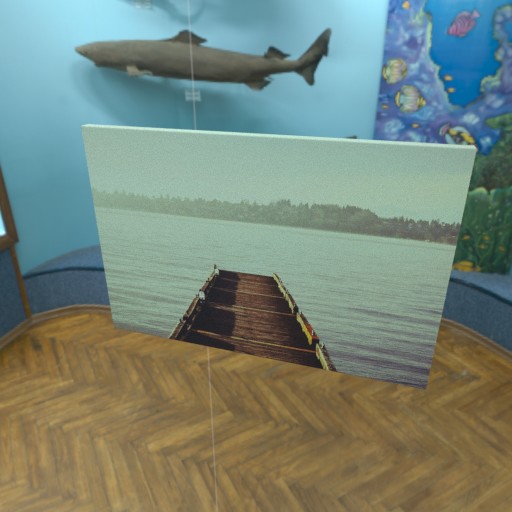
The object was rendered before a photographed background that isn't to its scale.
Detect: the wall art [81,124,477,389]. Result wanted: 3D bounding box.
[{"bbox_3d":[0.000,0.000,1.423,1.149,0.765,0.040,8,26,16],"label":"wall art"}]
